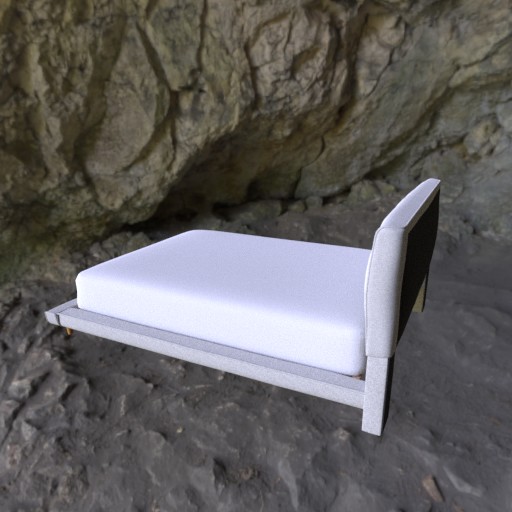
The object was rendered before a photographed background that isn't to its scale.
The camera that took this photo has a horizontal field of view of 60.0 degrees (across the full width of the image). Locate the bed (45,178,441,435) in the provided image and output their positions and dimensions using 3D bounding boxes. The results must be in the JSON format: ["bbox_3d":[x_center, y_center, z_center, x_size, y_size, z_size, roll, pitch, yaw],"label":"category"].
[{"bbox_3d":[0.000,0.000,3.265,2.368,1.067,1.840,8,19,25],"label":"bed"}]
